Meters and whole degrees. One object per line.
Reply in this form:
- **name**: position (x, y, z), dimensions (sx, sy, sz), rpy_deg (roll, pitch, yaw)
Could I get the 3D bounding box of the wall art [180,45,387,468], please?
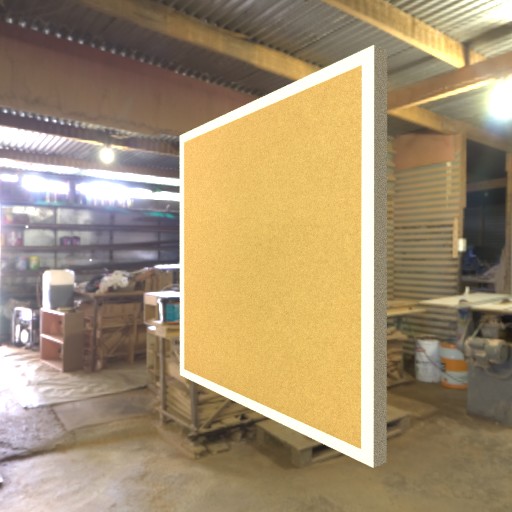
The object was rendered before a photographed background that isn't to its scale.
- **wall art**: position (0.000, 0.000, 1.115), dimensions (0.038, 0.761, 0.763), rpy_deg (0, 0, -37)
